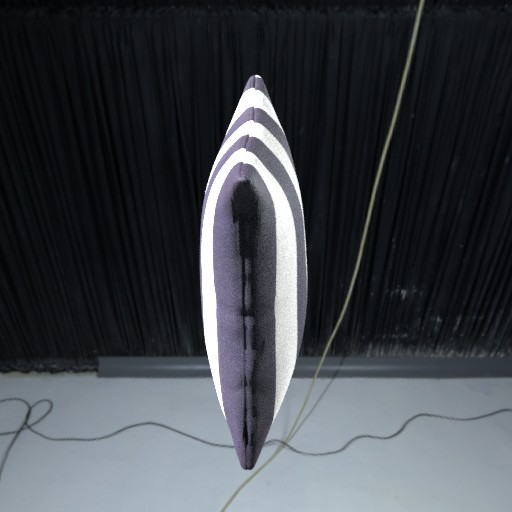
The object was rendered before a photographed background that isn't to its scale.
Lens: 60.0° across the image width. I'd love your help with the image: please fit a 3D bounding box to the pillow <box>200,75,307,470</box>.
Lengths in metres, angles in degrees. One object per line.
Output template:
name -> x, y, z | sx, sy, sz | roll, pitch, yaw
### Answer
pillow -> 0.000, 0.000, 0.799 | 0.189, 0.526, 0.536 | 0, 32, 0
